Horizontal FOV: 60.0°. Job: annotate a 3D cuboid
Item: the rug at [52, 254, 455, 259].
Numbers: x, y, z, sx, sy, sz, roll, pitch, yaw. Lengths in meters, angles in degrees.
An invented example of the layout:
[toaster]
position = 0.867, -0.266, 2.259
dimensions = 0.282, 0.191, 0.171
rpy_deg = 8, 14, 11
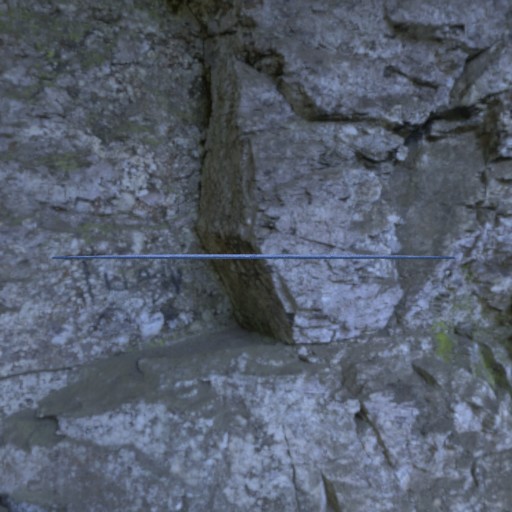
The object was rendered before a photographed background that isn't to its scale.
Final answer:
[rug]
position = 0.000, 0.000, 4.332
dimensions = 2.432, 0.018, 3.342
rpy_deg = 0, 0, 1
